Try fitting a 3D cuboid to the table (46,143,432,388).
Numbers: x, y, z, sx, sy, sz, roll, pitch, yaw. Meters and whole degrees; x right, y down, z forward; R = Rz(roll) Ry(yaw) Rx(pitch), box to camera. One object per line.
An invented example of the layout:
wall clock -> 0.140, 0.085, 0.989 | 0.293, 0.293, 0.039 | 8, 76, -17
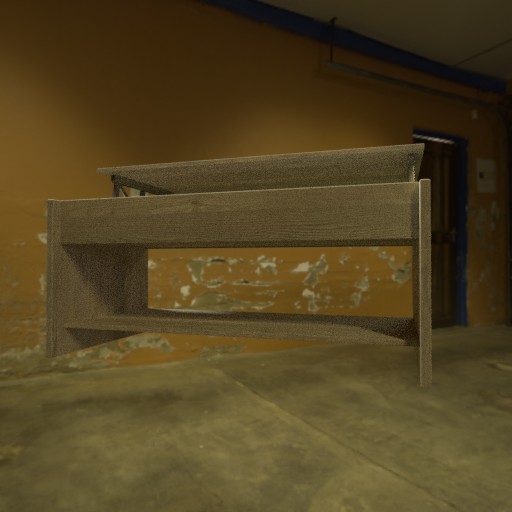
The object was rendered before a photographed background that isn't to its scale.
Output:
table -> 0.000, 0.000, 1.422 | 1.000, 0.570, 0.712 | 0, -1, 18
